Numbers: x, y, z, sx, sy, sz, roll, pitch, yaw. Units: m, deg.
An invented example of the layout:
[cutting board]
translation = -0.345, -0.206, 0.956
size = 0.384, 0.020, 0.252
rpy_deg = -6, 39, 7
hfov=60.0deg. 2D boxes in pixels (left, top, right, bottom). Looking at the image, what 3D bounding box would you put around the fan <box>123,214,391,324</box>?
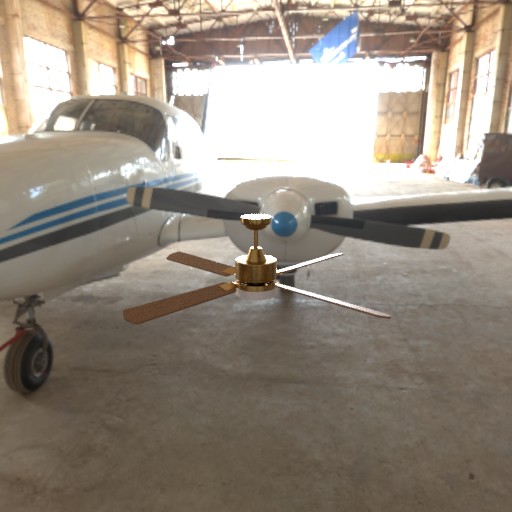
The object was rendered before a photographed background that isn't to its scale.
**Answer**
[fan]
translation = 0.000, 0.000, 1.984
size = 1.320, 0.355, 1.320
rpy_deg = 13, 19, 43
